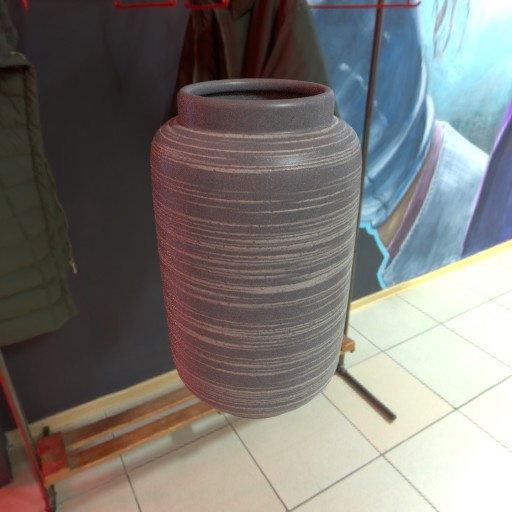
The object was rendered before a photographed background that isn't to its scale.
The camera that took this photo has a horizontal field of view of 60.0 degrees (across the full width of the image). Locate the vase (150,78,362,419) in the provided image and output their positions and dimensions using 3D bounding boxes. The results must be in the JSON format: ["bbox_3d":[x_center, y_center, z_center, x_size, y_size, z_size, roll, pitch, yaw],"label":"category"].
[{"bbox_3d":[0.000,0.000,0.697,0.297,0.499,0.297,0,29,0],"label":"vase"}]
